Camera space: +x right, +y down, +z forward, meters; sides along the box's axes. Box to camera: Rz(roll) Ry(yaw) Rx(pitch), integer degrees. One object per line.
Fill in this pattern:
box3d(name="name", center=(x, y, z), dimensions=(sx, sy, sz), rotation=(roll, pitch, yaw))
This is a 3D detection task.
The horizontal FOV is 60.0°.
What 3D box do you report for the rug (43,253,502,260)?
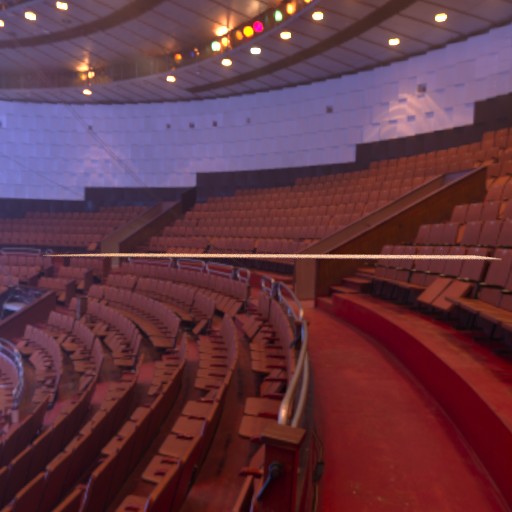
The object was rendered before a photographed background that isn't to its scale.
box3d(name="rug", center=(0.000, 0.000, 2.606), dimensions=(2.437, 0.006, 0.686), rotation=(0, 1, 17))
